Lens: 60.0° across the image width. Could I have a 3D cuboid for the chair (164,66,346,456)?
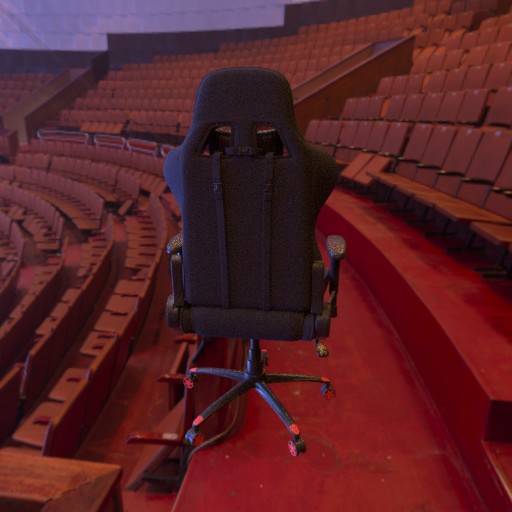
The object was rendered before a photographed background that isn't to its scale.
[{"bbox_3d":[0.000,0.000,1.746,0.695,1.326,0.658,2,17,7],"label":"chair"}]
